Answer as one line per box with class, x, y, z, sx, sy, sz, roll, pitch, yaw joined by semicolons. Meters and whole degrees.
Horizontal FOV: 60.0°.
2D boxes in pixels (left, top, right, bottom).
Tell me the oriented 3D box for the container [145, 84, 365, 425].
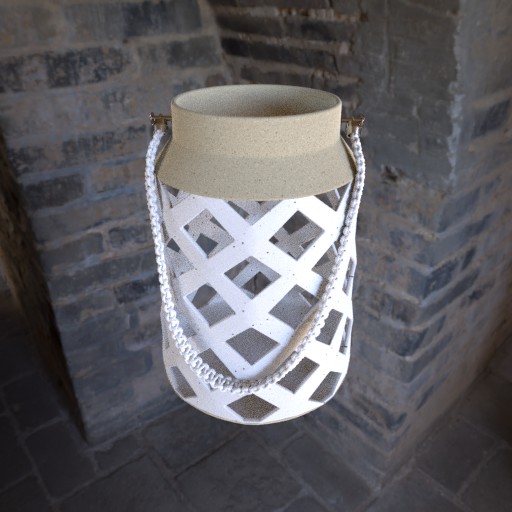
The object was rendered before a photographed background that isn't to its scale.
container;0.000;0.000;0.390;0.188;0.264;0.198;1;30;2
